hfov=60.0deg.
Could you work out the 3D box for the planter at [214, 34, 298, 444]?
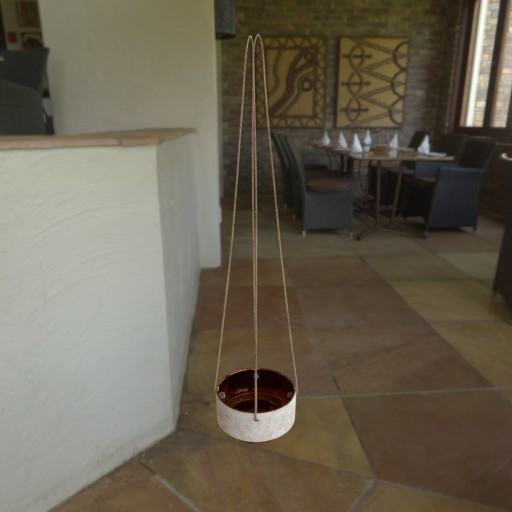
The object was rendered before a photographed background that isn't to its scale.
[{"bbox_3d":[0.000,0.000,1.135,0.223,1.030,0.223,16,23,42],"label":"planter"}]
